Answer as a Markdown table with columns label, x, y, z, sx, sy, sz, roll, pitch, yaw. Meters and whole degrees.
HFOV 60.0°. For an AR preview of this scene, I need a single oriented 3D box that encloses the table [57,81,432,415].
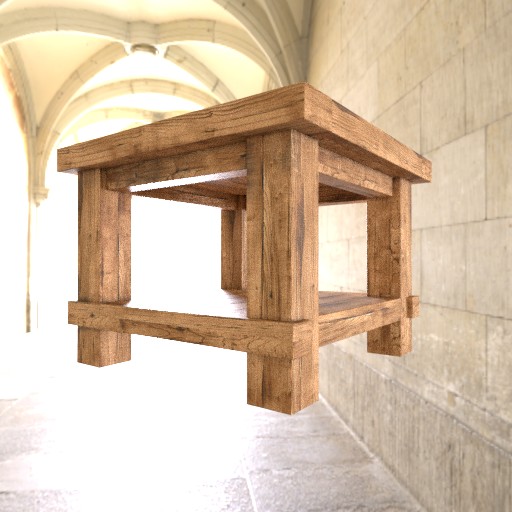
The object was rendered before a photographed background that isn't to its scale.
| label | x | y | z | sx | sy | sz | roll | pitch | yaw |
| --- | --- | --- | --- | --- | --- | --- | --- | --- | --- |
| table | 0.000 | 0.000 | 1.009 | 0.610 | 0.457 | 0.610 | 0 | 0 | 36 |
